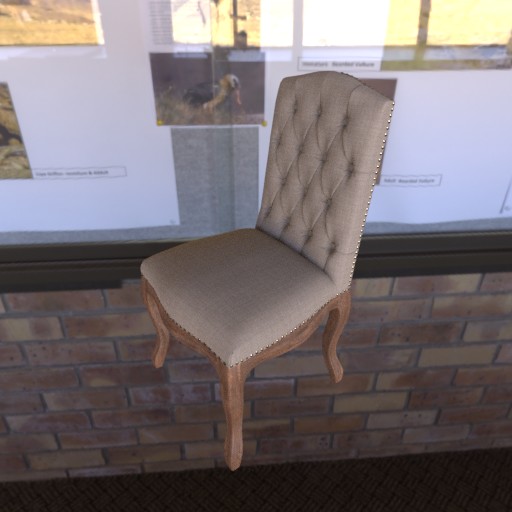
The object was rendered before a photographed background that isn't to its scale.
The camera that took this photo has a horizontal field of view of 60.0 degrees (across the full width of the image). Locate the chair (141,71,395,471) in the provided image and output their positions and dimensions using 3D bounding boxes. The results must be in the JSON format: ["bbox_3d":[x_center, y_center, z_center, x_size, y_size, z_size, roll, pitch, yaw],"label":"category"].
[{"bbox_3d":[0.000,0.000,1.603,0.731,1.191,0.637,-21,37,-30],"label":"chair"}]
